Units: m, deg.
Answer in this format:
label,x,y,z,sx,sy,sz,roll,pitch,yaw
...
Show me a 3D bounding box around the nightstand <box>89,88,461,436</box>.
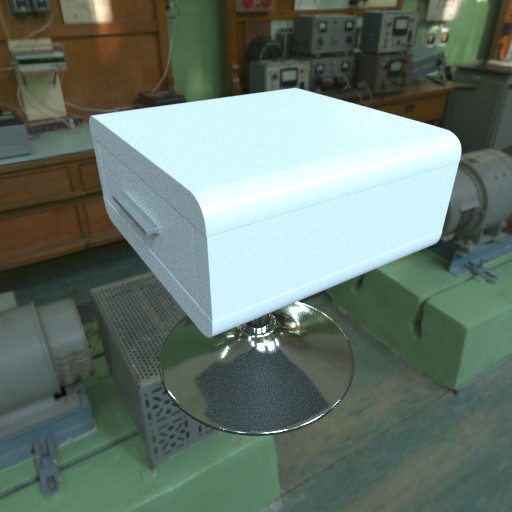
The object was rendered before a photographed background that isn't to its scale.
label,x,y,z,sx,sy,sz,roll,pitch,yaw
nightstand,0.000,0.000,0.751,0.404,0.447,0.399,-19,36,-28
